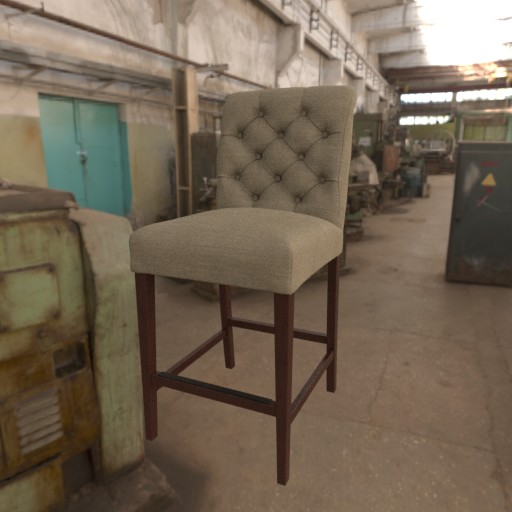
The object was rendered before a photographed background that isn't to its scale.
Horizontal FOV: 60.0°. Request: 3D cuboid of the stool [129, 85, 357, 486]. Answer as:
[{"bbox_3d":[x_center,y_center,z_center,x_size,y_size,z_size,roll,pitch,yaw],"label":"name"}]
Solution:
[{"bbox_3d":[0.000,0.000,1.429,0.486,1.084,0.660,6,15,24],"label":"stool"}]
